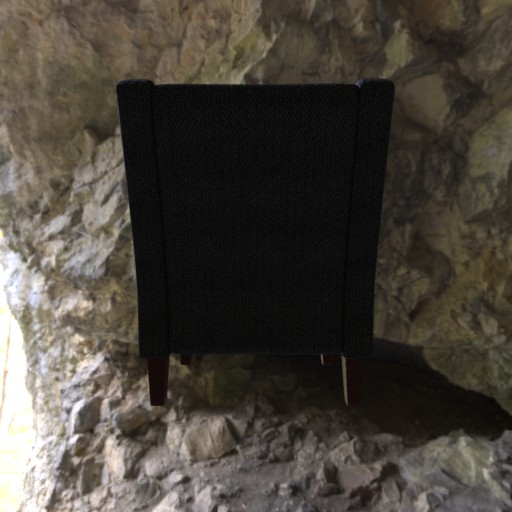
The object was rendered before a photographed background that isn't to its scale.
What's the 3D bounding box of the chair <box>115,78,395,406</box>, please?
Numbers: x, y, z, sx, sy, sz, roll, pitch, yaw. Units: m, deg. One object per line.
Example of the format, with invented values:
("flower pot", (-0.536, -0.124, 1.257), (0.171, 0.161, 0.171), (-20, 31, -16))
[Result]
("chair", (0.000, 0.000, 1.693), (0.793, 1.012, 0.944), (0, 0, 0))
